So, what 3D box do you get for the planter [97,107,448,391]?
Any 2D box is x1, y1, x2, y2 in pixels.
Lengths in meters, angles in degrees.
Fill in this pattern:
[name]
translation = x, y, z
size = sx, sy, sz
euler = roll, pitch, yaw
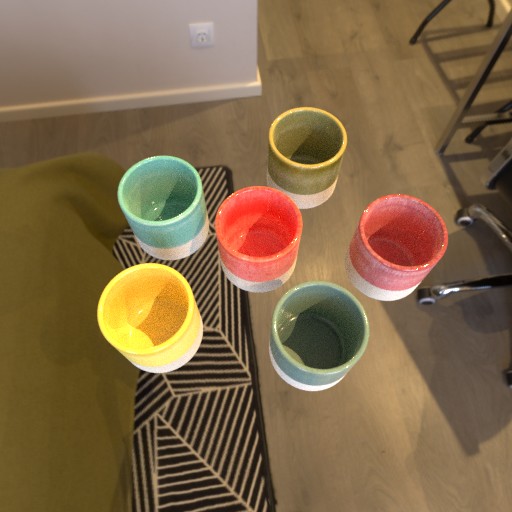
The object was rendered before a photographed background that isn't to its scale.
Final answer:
[planter]
translation = 0.000, 0.000, 0.405
size = 0.286, 0.075, 0.257
euler = -35, 69, -16
